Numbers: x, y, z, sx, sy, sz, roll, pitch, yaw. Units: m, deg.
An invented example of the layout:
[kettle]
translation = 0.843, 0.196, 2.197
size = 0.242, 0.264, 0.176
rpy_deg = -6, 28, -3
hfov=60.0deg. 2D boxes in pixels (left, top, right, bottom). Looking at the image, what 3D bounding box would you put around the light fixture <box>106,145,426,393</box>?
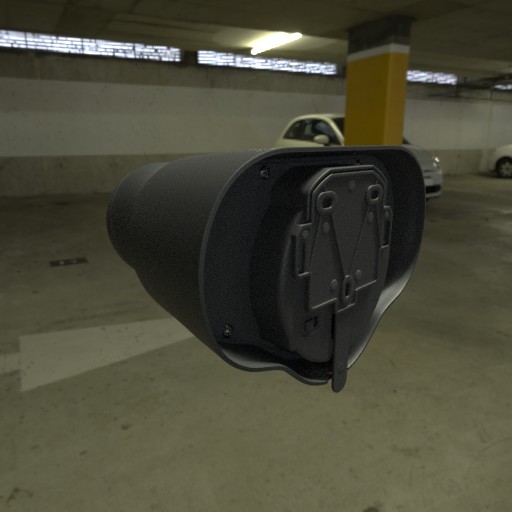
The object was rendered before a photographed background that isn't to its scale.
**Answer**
[light fixture]
translation = 0.000, 0.000, 0.328
size = 0.159, 0.159, 0.229
rpy_deg = 14, 20, 42
